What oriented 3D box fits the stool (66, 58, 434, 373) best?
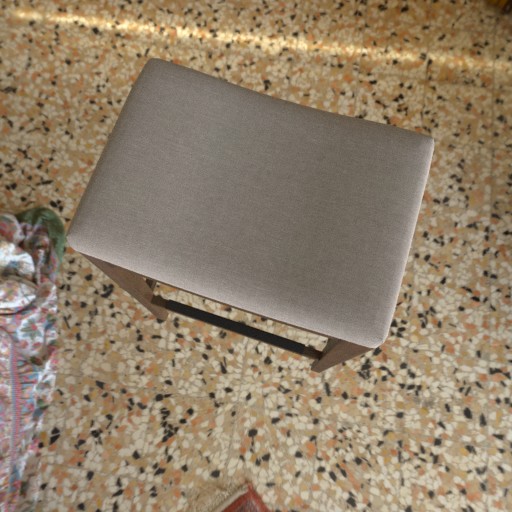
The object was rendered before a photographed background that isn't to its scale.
[{"bbox_3d":[0.000,0.000,1.001,0.508,0.762,0.356,18,75,5],"label":"stool"}]
